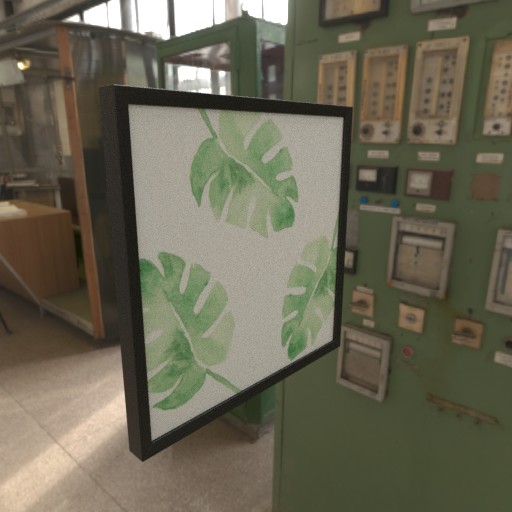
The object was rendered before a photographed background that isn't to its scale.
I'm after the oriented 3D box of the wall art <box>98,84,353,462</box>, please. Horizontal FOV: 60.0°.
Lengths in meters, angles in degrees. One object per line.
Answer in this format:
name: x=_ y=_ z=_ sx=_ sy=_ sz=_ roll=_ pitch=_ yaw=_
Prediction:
wall art: x=0.000 y=0.000 z=0.758 sx=0.036 sy=0.508 sz=0.508 roll=14 pitch=20 yaw=42
